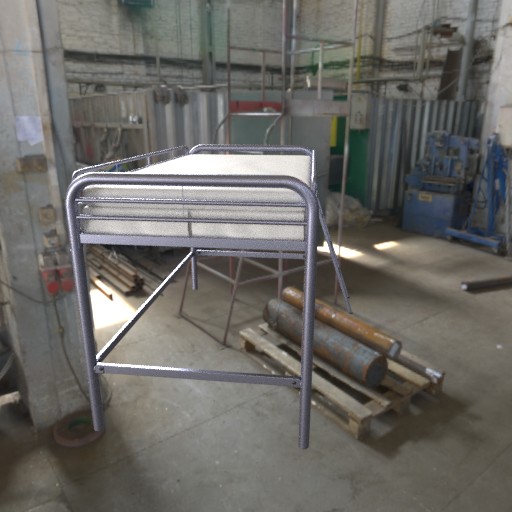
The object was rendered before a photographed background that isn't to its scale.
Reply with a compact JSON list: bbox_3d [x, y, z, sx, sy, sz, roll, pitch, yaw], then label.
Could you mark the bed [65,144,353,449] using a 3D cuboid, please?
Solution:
[{"bbox_3d":[0.000,0.000,2.882,1.415,1.288,1.965,2,18,7],"label":"bed"}]
